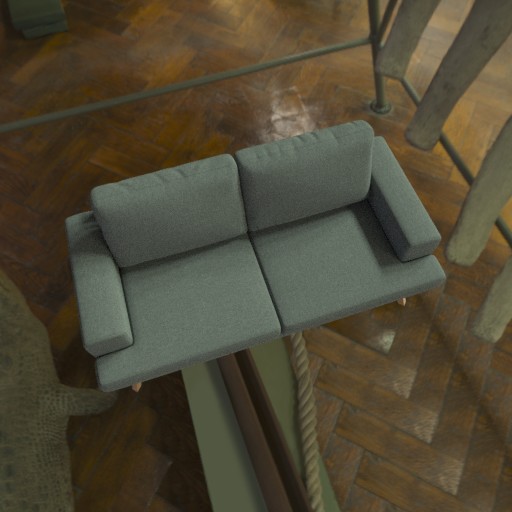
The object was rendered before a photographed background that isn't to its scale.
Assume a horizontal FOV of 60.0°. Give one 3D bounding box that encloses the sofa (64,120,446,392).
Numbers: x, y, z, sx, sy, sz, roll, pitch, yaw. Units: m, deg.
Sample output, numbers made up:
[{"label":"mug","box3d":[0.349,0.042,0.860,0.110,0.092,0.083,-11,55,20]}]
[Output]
[{"label":"sofa","box3d":[0.000,0.000,2.117,1.650,0.810,0.785,-16,65,-8]}]
